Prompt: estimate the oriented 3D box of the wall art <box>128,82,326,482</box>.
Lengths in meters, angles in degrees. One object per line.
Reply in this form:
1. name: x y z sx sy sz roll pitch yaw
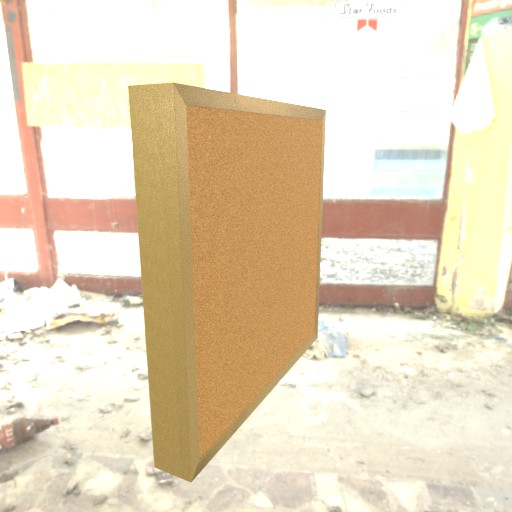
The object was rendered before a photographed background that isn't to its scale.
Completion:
1. wall art: 0.000 0.000 0.460 0.038 0.305 0.304 7 17 26
